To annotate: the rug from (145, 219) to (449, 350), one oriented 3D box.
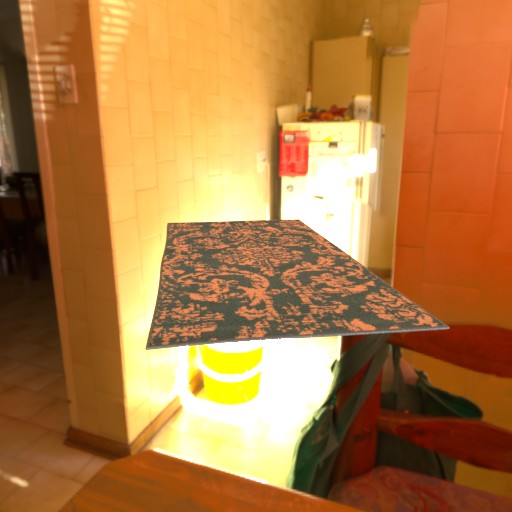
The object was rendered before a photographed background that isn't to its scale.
[{"bbox_3d":[0.000,0.000,1.435,0.604,0.007,1.219,-2,15,-9],"label":"rug"}]
